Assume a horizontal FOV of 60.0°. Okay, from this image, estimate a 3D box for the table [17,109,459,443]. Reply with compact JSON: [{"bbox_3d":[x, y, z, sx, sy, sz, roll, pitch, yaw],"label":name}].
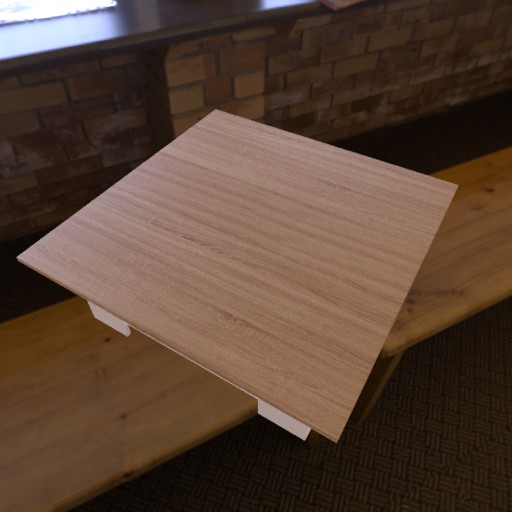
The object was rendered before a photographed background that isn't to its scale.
[{"bbox_3d":[0.000,0.000,1.344,0.890,0.305,0.890,24,51,21],"label":"table"}]
